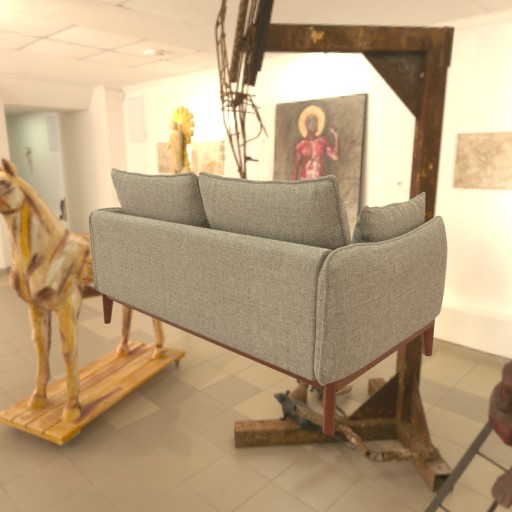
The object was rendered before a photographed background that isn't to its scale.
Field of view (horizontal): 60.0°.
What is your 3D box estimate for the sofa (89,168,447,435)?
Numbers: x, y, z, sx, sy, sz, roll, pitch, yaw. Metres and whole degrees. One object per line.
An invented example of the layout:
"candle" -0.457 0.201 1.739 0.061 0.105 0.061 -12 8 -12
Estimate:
"sofa" 0.000 0.000 2.177 1.580 0.851 0.972 12 17 42
